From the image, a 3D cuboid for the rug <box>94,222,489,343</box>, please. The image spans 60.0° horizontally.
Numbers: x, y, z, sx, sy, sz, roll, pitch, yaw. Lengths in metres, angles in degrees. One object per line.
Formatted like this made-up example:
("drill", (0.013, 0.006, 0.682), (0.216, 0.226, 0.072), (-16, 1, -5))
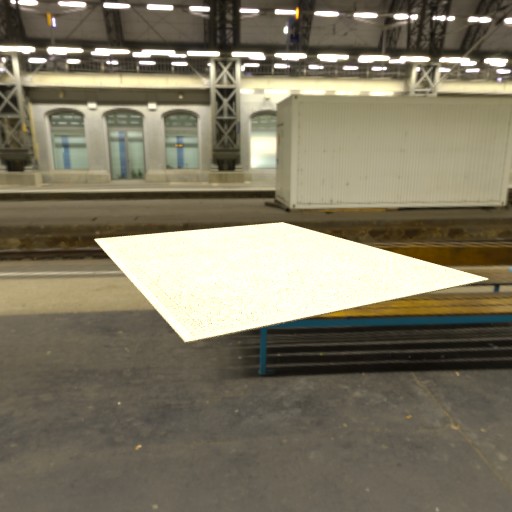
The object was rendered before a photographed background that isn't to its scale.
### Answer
("rug", (0.000, 0.000, 4.154), (2.441, 0.015, 3.050), (-7, 15, -27))
